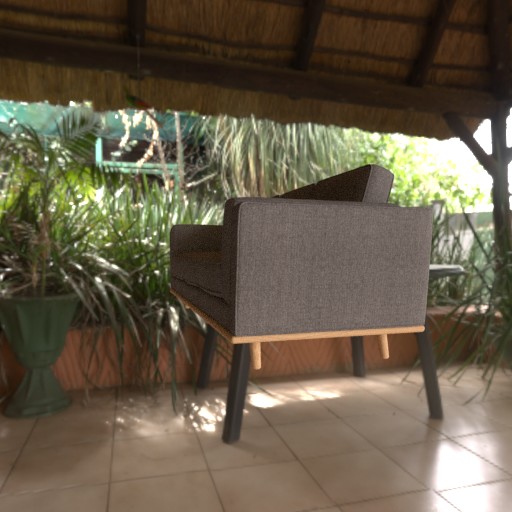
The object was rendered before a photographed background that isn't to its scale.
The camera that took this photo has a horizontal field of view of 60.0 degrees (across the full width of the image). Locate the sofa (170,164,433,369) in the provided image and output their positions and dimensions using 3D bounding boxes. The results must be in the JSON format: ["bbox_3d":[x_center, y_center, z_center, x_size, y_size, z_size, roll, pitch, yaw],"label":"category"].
[{"bbox_3d":[0.000,0.000,2.850,0.903,0.899,2.362,0,1,-17],"label":"sofa"}]
